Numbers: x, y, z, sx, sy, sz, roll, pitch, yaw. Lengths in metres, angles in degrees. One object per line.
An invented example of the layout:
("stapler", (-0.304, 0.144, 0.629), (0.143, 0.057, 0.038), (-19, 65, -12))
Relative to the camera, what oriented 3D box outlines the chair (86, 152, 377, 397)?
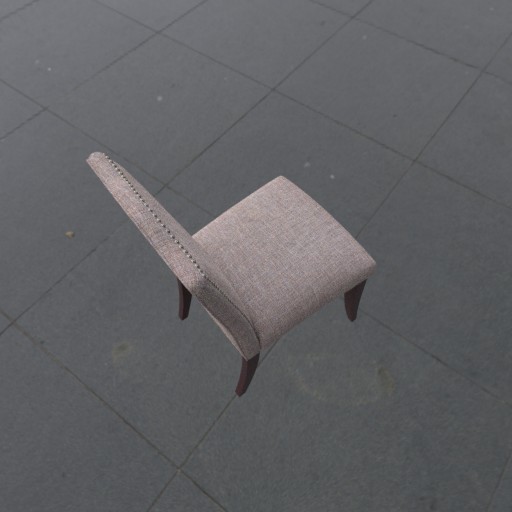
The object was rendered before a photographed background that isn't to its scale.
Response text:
("chair", (0.000, 0.000, 1.415), (0.660, 1.016, 0.513), (-34, 64, -19))
